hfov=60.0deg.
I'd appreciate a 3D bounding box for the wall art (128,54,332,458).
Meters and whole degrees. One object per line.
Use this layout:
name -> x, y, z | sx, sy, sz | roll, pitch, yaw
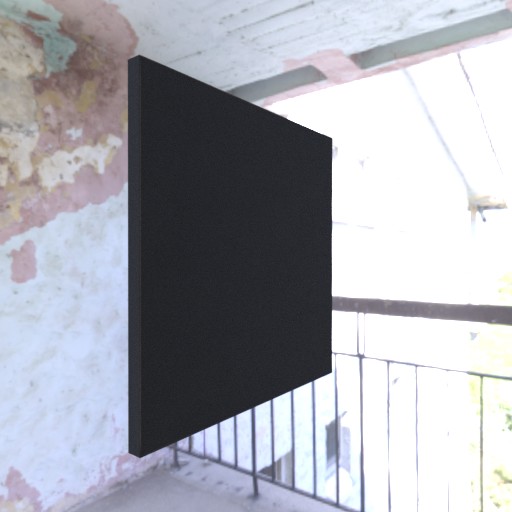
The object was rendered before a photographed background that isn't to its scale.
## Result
wall art -> 0.000, 0.000, 0.457 | 0.015, 0.303, 0.304 | 0, 0, 38
